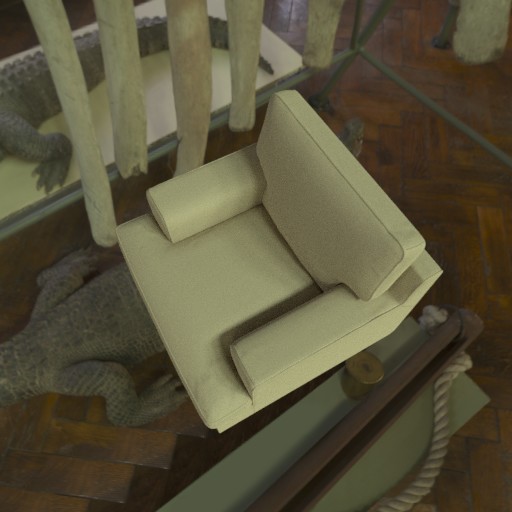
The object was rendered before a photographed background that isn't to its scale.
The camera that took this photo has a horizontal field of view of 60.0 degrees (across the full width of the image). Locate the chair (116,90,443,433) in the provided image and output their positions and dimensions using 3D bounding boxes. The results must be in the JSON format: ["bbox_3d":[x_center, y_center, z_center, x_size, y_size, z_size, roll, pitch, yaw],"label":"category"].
[{"bbox_3d":[0.000,0.000,2.191,1.274,1.005,1.293,-33,66,-17],"label":"chair"}]
